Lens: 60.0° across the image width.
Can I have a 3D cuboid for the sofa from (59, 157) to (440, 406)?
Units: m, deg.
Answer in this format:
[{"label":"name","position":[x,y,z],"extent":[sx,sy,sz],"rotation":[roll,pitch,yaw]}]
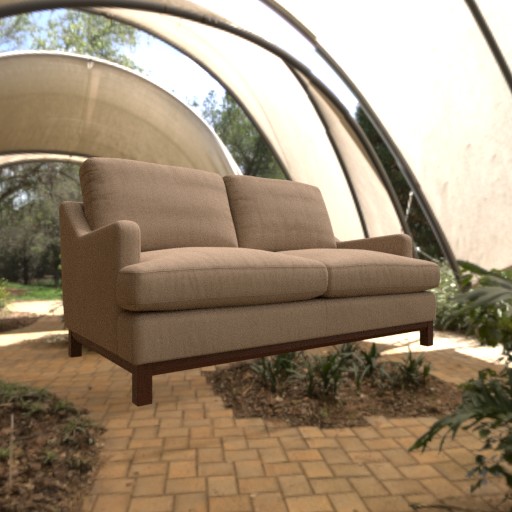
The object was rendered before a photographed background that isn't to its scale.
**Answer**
[{"label":"sofa","position":[0.000,0.000,2.165],"extent":[1.619,0.910,1.004],"rotation":[0,0,-36]}]
